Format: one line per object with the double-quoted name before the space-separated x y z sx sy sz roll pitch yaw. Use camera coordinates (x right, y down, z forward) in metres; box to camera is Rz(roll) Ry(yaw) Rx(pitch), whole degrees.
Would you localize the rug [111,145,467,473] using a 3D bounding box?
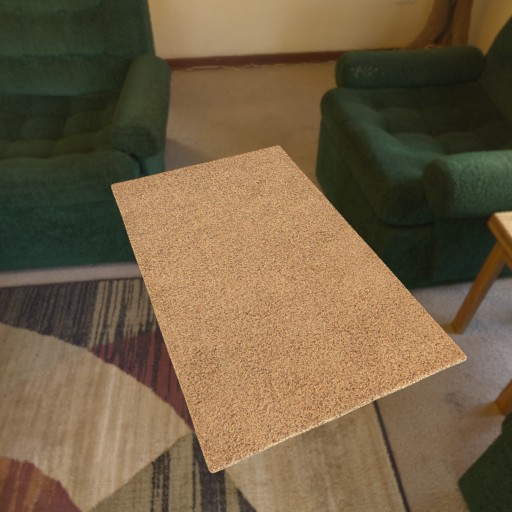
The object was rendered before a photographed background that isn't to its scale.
"rug" 0.000 0.000 3.049 1.524 0.030 2.438 -17 48 -16
